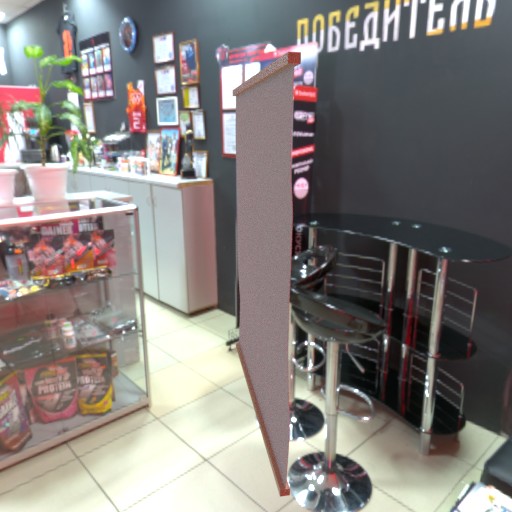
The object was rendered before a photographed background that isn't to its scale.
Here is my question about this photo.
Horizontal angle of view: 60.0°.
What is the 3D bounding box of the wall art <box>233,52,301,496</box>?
[{"bbox_3d":[0.000,0.000,0.675,0.013,0.508,0.406,-3,16,-10],"label":"wall art"}]
